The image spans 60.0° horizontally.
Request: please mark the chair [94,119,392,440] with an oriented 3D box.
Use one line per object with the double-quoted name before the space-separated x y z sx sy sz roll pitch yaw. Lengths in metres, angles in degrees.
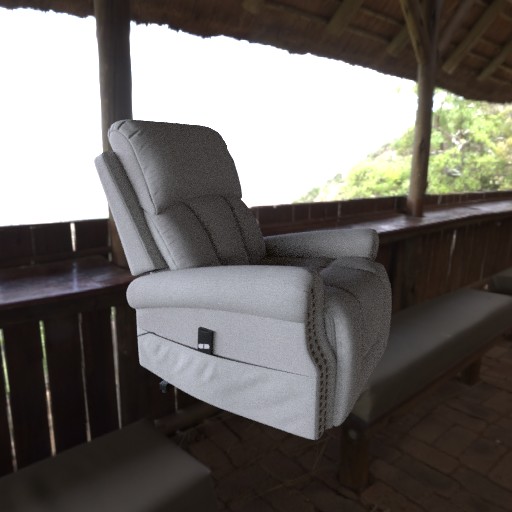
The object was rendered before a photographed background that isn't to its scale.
"chair" 0.000 0.000 1.743 0.979 1.031 0.871 7 15 27
